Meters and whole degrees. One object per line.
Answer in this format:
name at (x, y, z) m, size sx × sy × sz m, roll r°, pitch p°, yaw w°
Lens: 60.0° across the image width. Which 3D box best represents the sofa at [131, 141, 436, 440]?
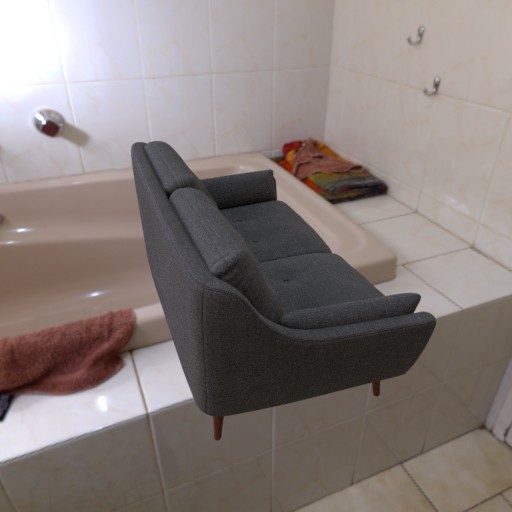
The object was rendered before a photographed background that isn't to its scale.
sofa at (0.000, 0.000, 2.241) m, size 0.976 × 0.887 × 1.646 m, roll -11°, pitch 33°, yaw -18°
